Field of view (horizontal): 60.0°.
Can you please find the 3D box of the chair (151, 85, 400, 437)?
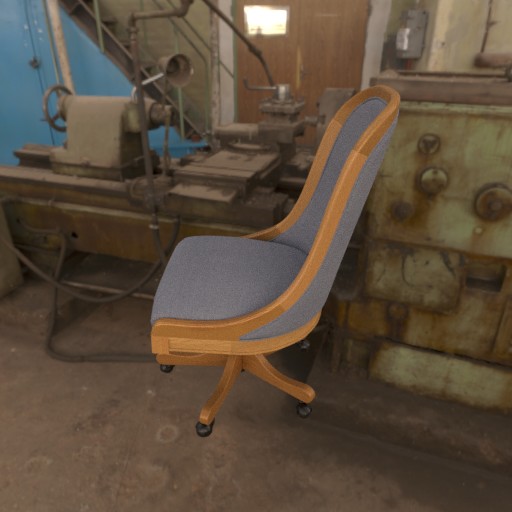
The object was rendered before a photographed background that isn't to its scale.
[{"bbox_3d":[0.000,0.000,1.439,0.735,1.031,0.605,1,27,2],"label":"chair"}]
